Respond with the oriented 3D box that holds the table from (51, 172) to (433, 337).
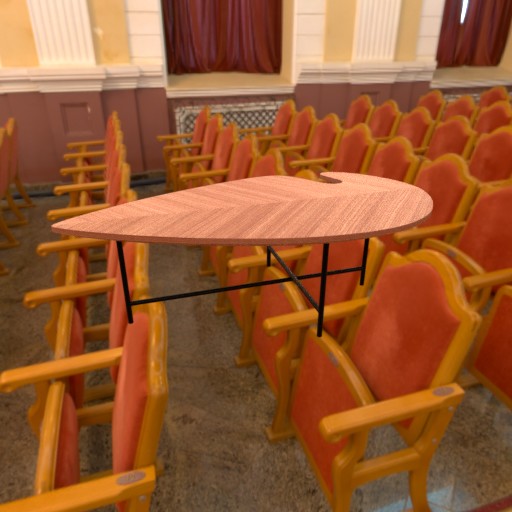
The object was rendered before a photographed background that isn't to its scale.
[{"bbox_3d":[0.000,0.000,1.477,1.199,0.360,0.598,-8,27,-15],"label":"table"}]
